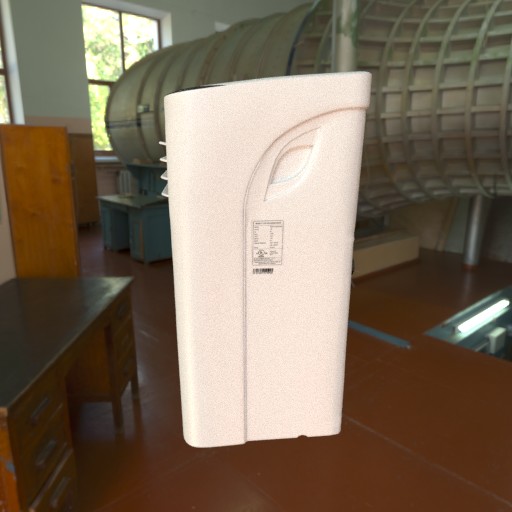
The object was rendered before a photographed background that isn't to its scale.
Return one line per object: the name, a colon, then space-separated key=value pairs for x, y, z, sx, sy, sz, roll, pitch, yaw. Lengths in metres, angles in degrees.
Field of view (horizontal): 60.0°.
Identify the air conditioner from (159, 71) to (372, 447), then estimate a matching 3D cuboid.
air conditioner: x=0.000 y=0.000 z=0.952 sx=0.369 sy=0.716 sz=0.352 roll=-2 pitch=14 yaw=-8
